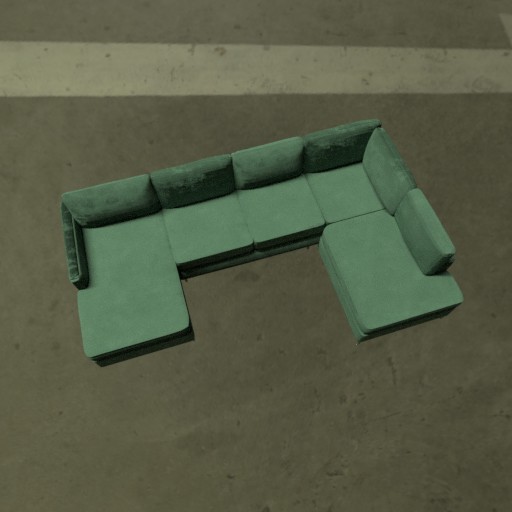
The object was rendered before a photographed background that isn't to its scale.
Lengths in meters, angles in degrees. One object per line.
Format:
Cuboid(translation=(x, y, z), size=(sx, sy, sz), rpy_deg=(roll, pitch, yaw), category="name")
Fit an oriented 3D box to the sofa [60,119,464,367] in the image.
Cuboid(translation=(0.000, 0.000, 4.314), size=(3.434, 0.992, 2.055), rpy_deg=(-15, 64, -8), category="sofa")
